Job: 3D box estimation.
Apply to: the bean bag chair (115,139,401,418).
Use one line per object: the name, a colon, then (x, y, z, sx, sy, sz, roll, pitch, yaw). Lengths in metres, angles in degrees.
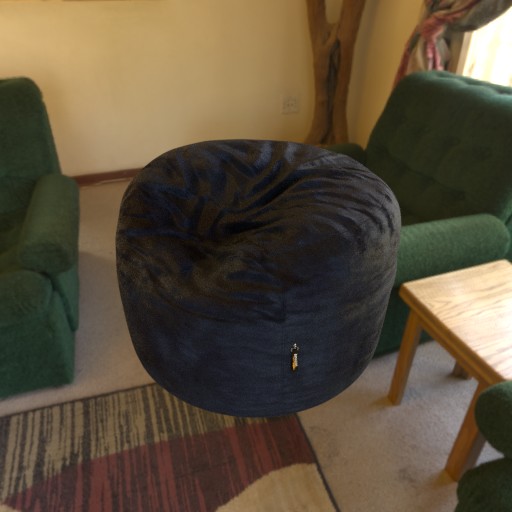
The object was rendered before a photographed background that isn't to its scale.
bean bag chair: (0.000, 0.000, 1.510, 0.918, 0.616, 0.918, 0, 33, 0)
